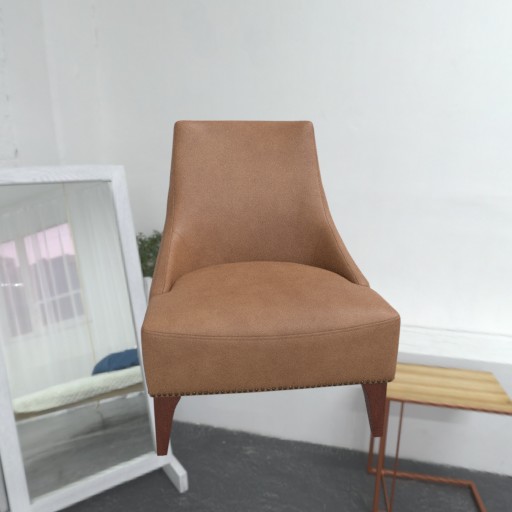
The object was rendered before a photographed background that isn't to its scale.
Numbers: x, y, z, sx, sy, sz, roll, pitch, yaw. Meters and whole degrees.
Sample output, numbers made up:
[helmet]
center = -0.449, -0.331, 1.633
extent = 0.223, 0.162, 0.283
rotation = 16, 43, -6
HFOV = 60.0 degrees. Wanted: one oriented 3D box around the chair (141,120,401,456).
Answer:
[chair]
center = 0.000, 0.000, 1.509
extent = 0.701, 0.909, 0.861
rotation = -2, 15, -7
